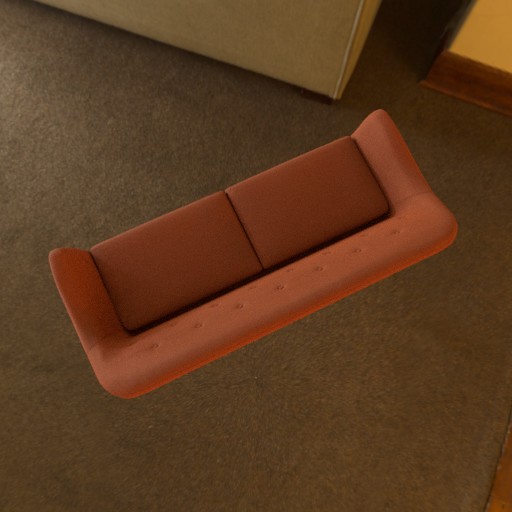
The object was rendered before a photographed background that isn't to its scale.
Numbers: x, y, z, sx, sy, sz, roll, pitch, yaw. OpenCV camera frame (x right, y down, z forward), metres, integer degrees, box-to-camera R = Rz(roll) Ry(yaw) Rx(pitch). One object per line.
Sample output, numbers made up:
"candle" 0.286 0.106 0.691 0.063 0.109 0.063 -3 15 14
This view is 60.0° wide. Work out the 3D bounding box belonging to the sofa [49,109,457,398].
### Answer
"sofa" 0.000 0.000 2.272 1.840 0.836 0.820 -25 76 -7
